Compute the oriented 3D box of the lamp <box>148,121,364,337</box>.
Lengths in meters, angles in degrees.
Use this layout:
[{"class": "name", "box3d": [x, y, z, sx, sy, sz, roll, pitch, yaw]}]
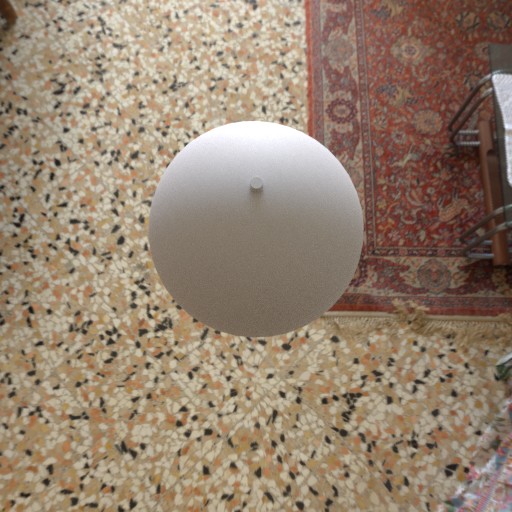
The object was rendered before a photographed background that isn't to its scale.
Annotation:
[{"class": "lamp", "box3d": [0.000, 0.000, 0.431, 0.171, 0.330, 0.171, 0, 74, 0]}]
